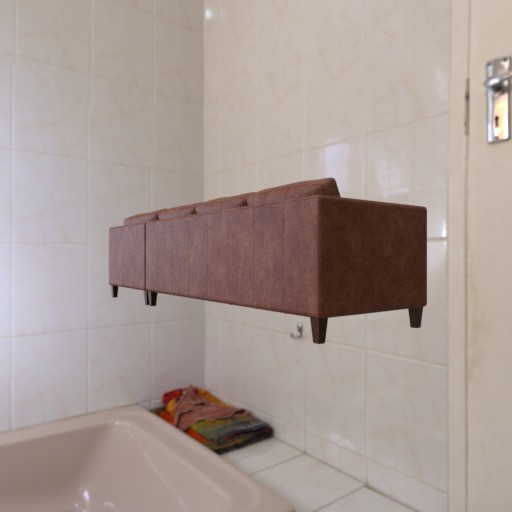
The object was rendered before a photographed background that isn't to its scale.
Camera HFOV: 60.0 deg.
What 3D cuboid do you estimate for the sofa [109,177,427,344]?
[{"bbox_3d":[0.000,0.000,3.932,1.581,0.883,3.203,0,0,-36],"label":"sofa"}]
